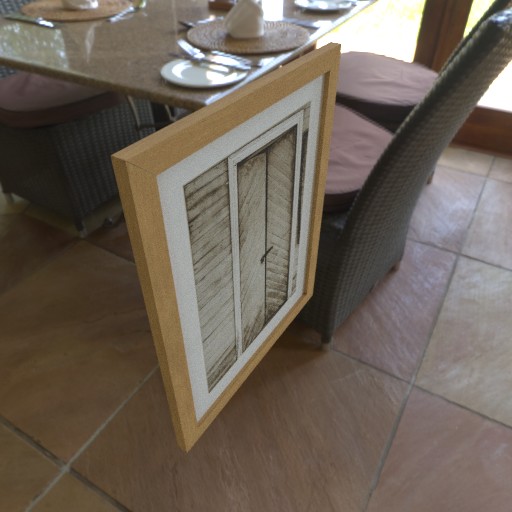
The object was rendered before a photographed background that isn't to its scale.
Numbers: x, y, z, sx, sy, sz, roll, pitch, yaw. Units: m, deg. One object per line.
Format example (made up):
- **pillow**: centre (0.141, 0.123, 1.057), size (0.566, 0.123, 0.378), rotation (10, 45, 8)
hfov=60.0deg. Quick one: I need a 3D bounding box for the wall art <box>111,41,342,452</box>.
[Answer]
- **wall art**: centre (0.000, 0.000, 0.736), size (0.020, 0.561, 0.460), rotation (23, 46, 25)
